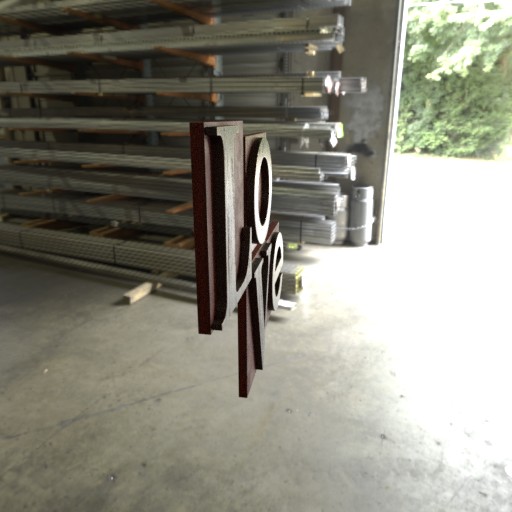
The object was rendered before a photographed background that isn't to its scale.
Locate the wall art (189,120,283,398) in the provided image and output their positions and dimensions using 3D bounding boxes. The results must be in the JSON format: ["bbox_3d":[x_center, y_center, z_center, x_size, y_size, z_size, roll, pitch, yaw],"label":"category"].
[{"bbox_3d":[0.000,0.000,0.848,0.030,0.497,0.635,3,18,10],"label":"wall art"}]
